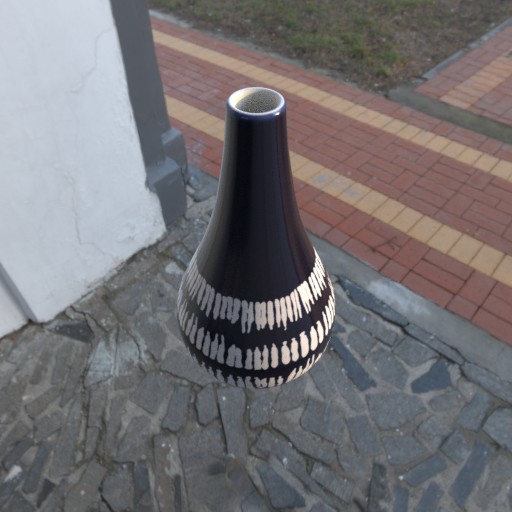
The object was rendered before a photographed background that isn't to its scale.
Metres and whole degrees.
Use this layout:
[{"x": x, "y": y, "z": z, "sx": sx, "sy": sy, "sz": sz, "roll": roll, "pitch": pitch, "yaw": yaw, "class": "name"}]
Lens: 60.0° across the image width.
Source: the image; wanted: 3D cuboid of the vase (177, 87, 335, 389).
[{"x": 0.000, "y": 0.000, "z": 0.393, "sx": 0.159, "sy": 0.295, "sz": 0.159, "roll": 0, "pitch": 47, "yaw": 0, "class": "vase"}]
